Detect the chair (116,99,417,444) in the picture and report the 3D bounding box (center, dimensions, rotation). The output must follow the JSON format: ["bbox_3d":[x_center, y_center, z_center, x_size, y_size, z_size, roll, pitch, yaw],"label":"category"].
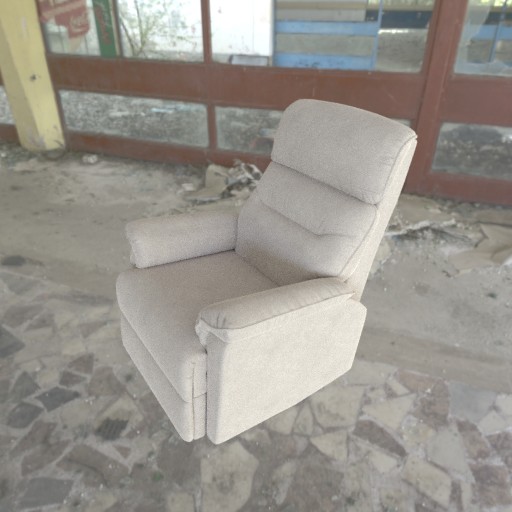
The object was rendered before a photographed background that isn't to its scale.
[{"bbox_3d":[0.000,0.000,1.734,1.001,1.039,0.820,-19,36,-29],"label":"chair"}]
